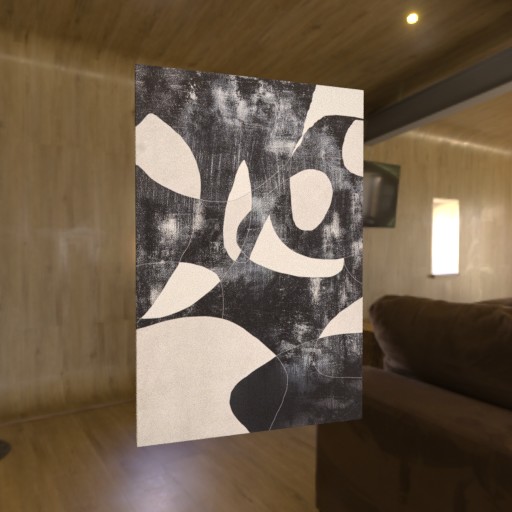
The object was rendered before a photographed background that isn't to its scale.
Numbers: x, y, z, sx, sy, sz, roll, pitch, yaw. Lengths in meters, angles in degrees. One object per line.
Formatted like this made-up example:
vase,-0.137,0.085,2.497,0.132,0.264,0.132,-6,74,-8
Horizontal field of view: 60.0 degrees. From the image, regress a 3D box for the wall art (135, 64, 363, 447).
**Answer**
wall art,0.000,0.000,1.164,0.610,0.915,0.041,0,1,-17
